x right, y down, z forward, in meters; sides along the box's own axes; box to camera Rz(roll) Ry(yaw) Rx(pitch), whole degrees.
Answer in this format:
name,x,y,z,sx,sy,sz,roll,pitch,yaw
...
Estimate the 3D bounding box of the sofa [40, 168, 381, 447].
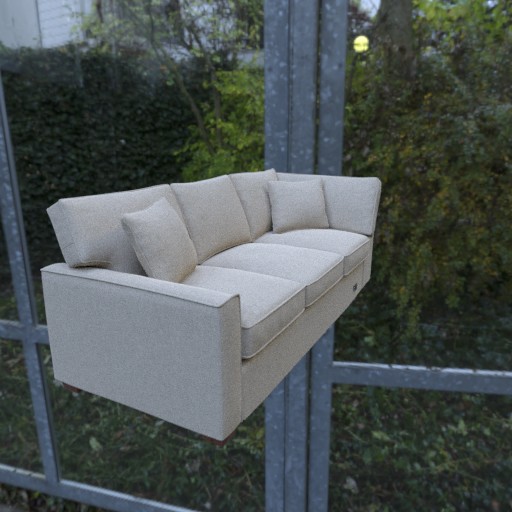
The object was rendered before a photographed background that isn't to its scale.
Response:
name,x,y,z,sx,sy,sz,roll,pitch,yaw
sofa,0.000,0.000,2.825,1.061,0.962,2.317,8,17,27
